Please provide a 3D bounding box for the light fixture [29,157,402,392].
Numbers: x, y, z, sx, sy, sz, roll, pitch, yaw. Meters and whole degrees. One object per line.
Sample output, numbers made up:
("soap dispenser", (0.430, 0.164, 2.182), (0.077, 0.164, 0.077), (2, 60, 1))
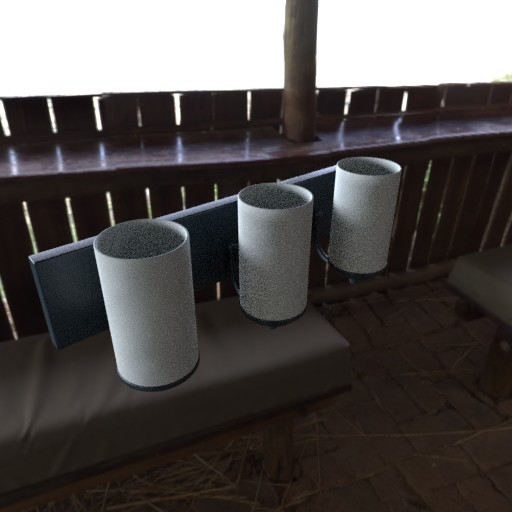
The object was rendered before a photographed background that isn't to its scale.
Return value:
("light fixture", (0.000, 0.000, 0.528), (0.451, 0.172, 0.145), (-22, 36, -34))
